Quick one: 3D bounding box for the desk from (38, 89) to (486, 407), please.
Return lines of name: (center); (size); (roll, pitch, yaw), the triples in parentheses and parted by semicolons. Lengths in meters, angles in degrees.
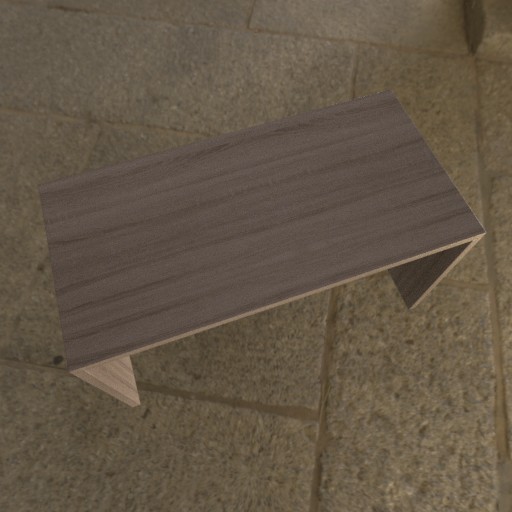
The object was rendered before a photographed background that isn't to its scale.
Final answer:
desk: (0.000, 0.000, 1.847); (1.380, 0.745, 0.690); (-18, 65, -8)
